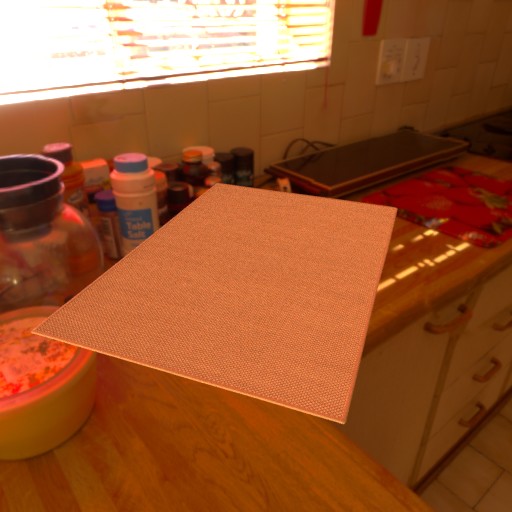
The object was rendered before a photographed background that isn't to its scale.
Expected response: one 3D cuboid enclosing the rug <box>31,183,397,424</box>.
[{"bbox_3d":[0.000,0.000,2.764,1.524,0.013,2.134,11,32,18],"label":"rug"}]
